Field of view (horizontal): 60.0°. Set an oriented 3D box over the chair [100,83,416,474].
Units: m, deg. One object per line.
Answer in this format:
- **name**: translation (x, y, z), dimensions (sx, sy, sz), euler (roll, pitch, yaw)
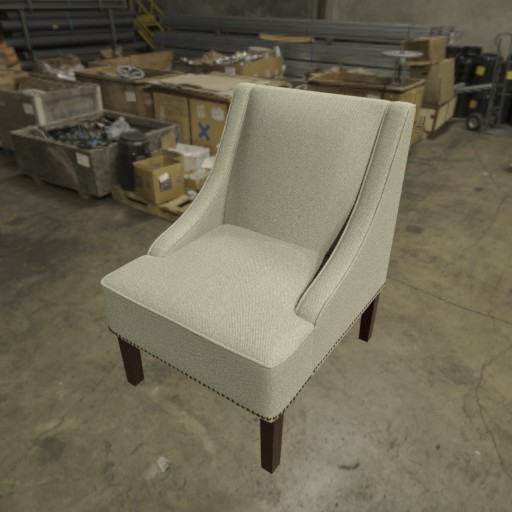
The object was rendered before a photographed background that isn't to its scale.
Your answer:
- **chair**: translation (0.000, 0.000, 1.378), dimensions (0.628, 0.872, 0.748), euler (20, 36, 30)
